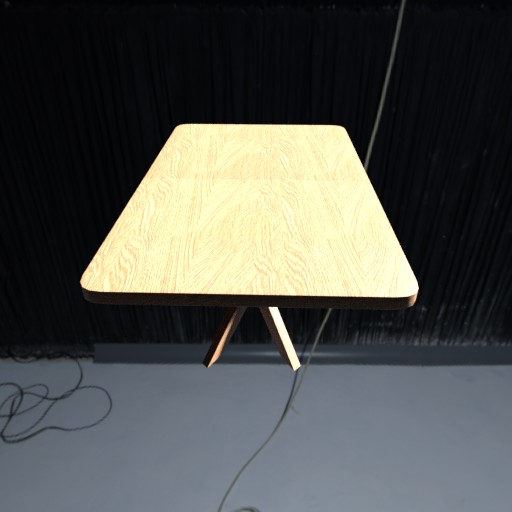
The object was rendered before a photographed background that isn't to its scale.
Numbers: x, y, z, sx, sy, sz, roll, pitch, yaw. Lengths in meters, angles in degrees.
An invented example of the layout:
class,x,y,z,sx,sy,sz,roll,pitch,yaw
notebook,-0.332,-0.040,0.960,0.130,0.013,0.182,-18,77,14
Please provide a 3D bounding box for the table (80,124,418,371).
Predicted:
class,x,y,z,sx,sy,sz,roll,pitch,yaw
table,0.000,0.000,2.075,0.950,0.770,1.600,1,32,1
